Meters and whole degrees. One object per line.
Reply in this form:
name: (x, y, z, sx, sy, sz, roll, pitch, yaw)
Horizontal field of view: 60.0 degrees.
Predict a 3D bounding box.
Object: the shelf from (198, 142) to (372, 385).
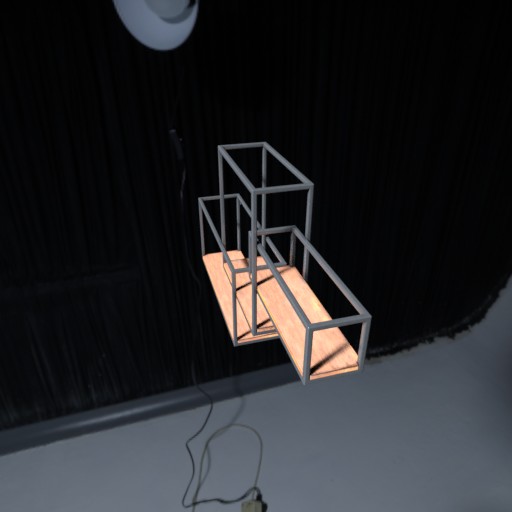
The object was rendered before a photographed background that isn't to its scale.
shelf: (0.000, 0.000, 2.156, 0.275, 0.972, 1.781, -8, 30, -14)
